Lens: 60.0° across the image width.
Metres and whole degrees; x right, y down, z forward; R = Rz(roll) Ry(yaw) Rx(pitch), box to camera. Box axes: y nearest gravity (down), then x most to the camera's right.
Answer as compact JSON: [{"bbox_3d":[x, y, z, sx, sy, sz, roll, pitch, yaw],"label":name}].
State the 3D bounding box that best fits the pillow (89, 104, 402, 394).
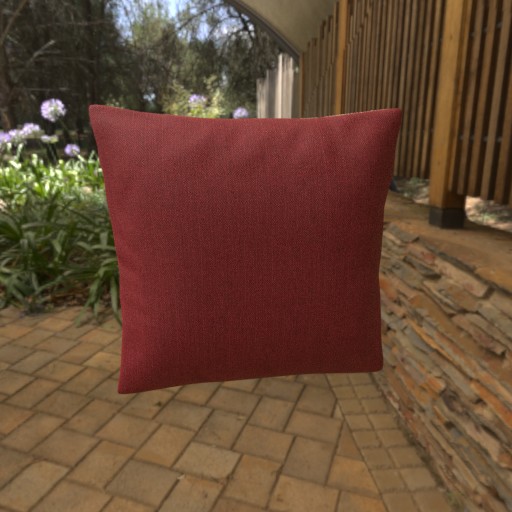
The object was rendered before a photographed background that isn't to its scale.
[{"bbox_3d":[0.000,0.000,0.777,0.513,0.497,0.166,-2,15,-9],"label":"pillow"}]
